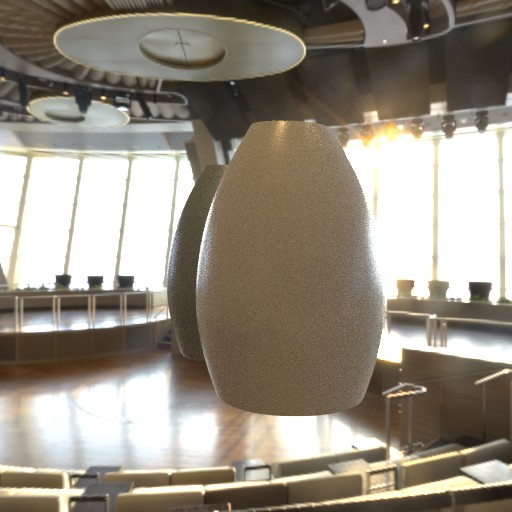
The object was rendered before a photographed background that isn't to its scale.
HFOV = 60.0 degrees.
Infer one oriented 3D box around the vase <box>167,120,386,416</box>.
[{"bbox_3d":[0.000,0.000,0.260,0.089,0.131,0.187,0,0,-19],"label":"vase"}]
